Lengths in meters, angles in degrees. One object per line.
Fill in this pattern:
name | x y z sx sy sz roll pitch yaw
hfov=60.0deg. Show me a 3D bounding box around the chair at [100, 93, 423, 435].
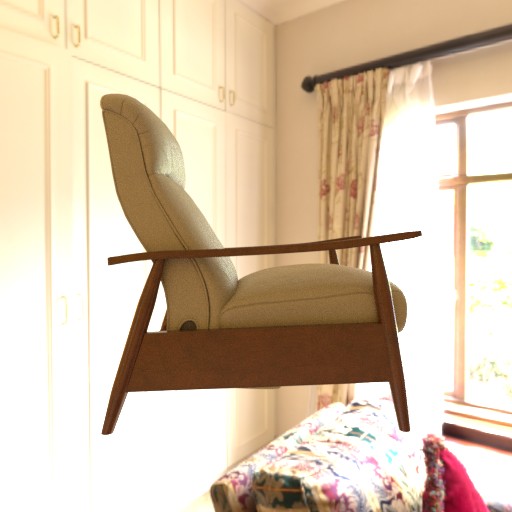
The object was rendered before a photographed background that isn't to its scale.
chair | 0.000 0.000 1.726 1.014 1.082 0.762 0 1 -1
